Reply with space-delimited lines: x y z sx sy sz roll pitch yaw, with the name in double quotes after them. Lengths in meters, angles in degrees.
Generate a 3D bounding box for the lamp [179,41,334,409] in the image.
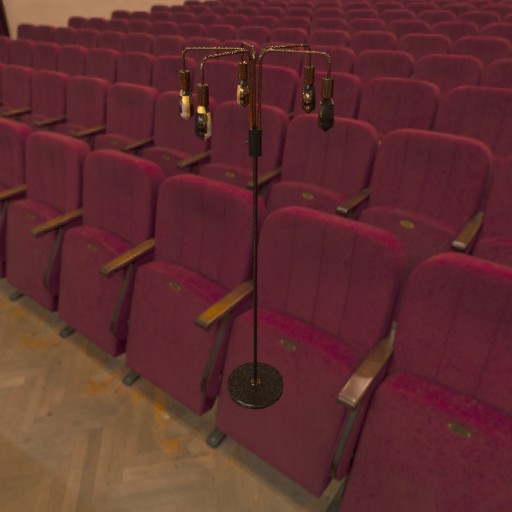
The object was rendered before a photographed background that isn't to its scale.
0.000 0.000 2.013 0.572 1.721 0.599 22 38 31 "lamp"
